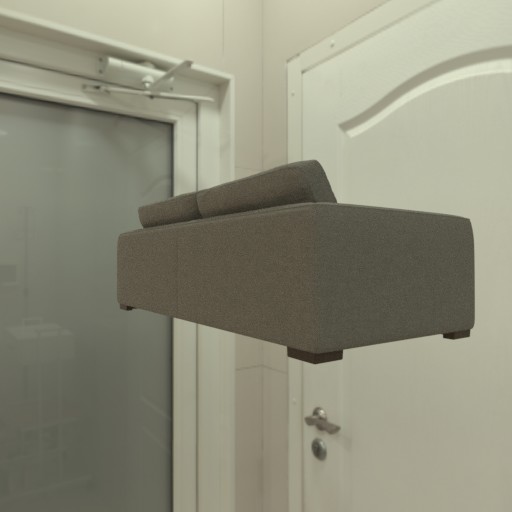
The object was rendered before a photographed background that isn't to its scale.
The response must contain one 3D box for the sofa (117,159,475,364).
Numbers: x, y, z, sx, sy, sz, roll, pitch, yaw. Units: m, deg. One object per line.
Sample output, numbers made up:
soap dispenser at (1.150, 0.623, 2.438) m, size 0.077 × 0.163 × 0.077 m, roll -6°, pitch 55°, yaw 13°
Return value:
sofa at (0.000, 0.000, 2.759) m, size 1.070 × 0.801 × 2.262 m, roll 0°, pitch -1°, yaw -35°
